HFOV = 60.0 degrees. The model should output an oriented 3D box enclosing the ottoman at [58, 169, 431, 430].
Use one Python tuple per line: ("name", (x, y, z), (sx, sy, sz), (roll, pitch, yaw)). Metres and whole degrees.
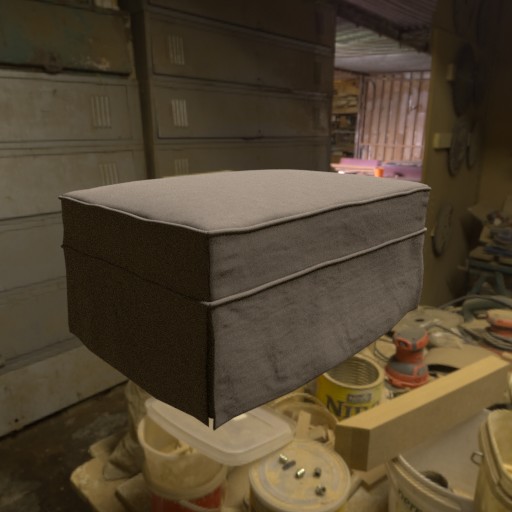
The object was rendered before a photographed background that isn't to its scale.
("ottoman", (0.000, 0.000, 1.333), (0.703, 0.479, 0.944), (15, 22, 43))
